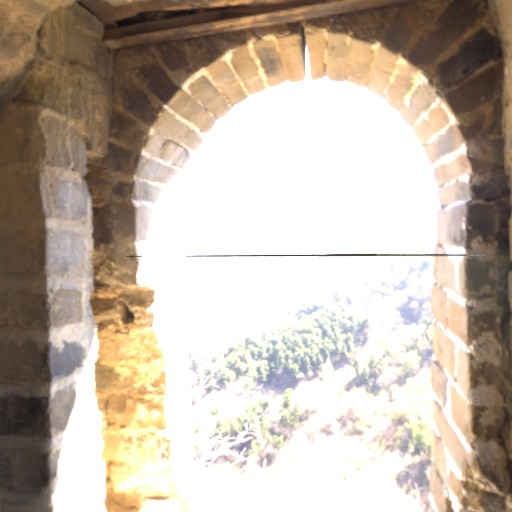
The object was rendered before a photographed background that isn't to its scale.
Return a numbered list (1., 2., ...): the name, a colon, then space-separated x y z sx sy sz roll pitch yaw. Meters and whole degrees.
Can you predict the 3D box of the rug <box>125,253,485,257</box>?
1. rug: 0.000 0.000 2.727 0.774 0.008 2.437 0 0 -36
